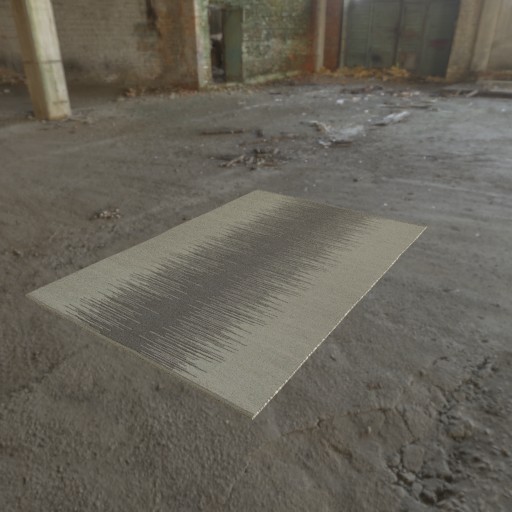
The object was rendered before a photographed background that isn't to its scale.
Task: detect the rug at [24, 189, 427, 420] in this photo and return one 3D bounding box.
[{"bbox_3d":[0.000,0.000,2.289,1.226,0.007,1.815,17,32,31],"label":"rug"}]
